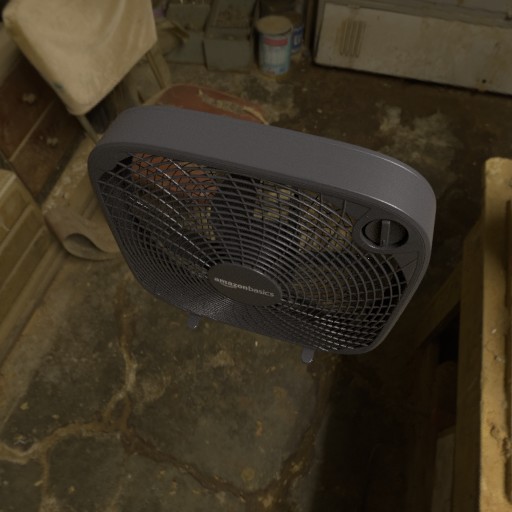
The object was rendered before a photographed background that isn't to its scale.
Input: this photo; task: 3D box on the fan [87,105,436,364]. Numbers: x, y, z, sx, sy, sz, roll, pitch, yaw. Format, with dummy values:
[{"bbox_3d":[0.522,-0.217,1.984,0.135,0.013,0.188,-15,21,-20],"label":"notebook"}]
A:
[{"bbox_3d":[0.000,0.000,0.795,0.526,0.533,0.142,15,58,9],"label":"fan"}]
